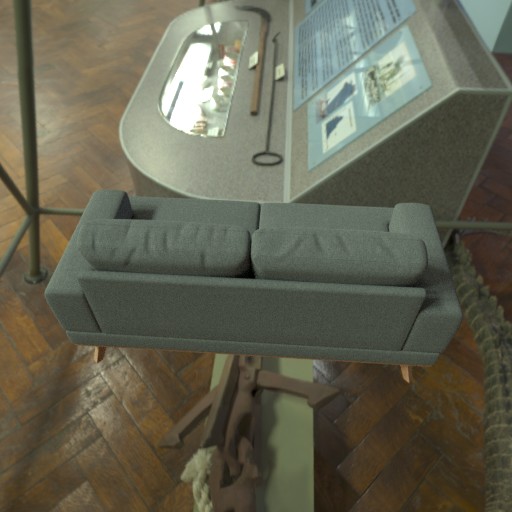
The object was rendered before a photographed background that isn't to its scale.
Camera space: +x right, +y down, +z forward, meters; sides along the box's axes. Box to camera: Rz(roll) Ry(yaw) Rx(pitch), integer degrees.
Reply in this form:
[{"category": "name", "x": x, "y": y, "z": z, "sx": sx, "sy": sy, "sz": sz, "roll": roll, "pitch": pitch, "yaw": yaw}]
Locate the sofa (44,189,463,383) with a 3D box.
[{"category": "sofa", "x": 0.000, "y": 0.000, "z": 2.055, "sx": 1.650, "sy": 0.810, "sz": 0.785, "roll": 3, "pitch": 48, "yaw": 3}]
